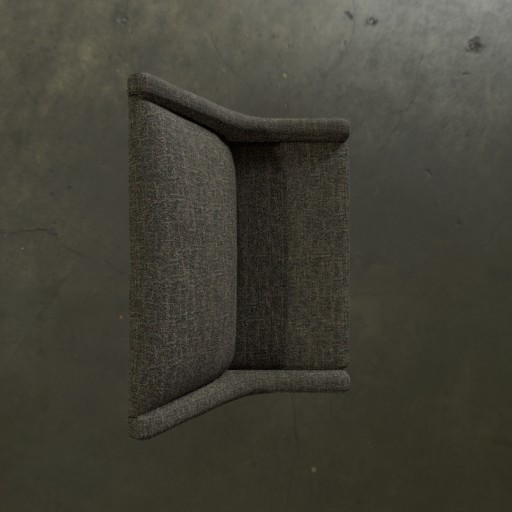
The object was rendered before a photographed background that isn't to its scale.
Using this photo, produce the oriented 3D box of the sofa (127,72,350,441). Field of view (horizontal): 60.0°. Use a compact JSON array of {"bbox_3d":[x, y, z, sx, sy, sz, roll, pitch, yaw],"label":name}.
[{"bbox_3d":[0.000,0.000,1.952,0.870,1.021,1.242,0,90,0],"label":"sofa"}]
